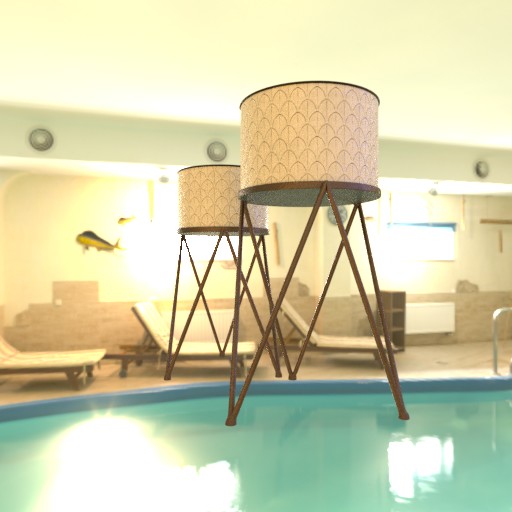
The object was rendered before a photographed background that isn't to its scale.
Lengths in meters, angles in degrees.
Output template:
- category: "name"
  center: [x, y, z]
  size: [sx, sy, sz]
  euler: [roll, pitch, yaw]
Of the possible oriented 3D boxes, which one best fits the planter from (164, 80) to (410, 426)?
- category: "planter"
  center: [0.000, 0.000, 1.199]
  size: [0.413, 0.712, 0.769]
  euler: [0, 0, -35]
